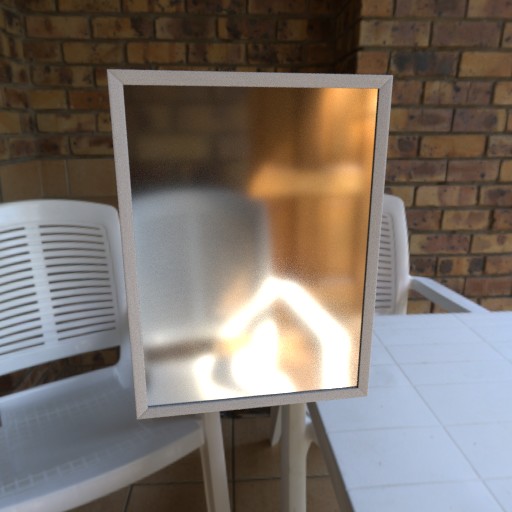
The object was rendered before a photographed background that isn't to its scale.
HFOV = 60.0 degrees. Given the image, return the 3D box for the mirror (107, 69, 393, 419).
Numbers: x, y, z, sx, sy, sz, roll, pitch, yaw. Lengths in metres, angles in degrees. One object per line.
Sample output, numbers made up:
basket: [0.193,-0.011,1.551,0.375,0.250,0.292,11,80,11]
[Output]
mirror: [0.000,0.000,1.324,0.762,1.016,0.040,-3,16,-9]
